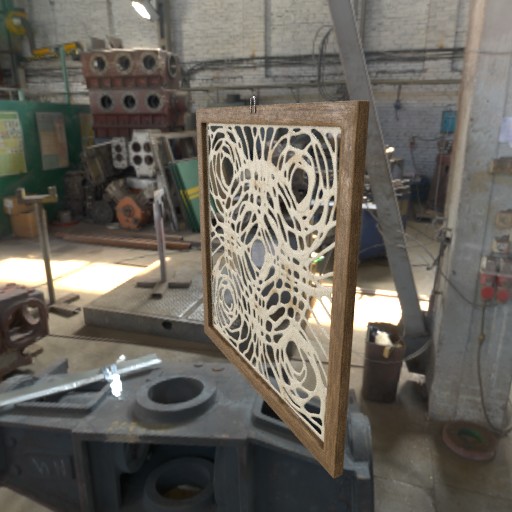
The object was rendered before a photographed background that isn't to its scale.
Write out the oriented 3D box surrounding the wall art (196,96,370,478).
[{"bbox_3d":[0.000,0.000,0.850,0.021,0.576,0.561,-9,19,-26],"label":"wall art"}]
